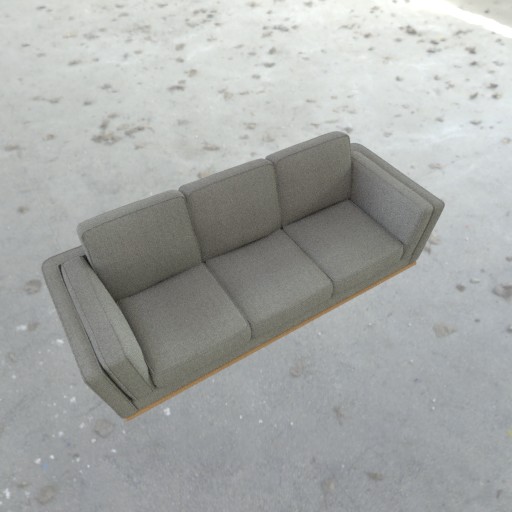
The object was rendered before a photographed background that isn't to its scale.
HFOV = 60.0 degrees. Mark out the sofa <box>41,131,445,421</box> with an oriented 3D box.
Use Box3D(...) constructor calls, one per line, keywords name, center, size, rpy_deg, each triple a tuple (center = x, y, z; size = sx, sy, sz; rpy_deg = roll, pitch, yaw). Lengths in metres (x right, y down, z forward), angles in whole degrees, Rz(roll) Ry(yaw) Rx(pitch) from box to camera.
Box3D(name="sofa", center=(0.000, 0.000, 2.832), size=(2.362, 0.899, 0.903), rpy_deg=(-24, 51, -21))
